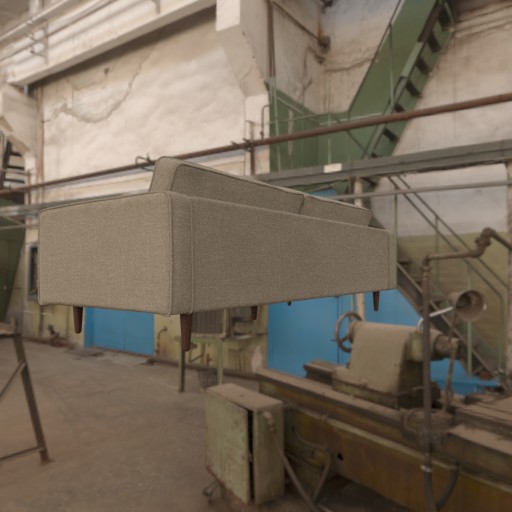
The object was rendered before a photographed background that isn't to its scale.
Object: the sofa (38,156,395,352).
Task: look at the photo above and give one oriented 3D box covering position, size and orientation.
[{"bbox_3d":[0.000,0.000,2.644,0.914,0.762,2.211,-1,-2,37],"label":"sofa"}]
